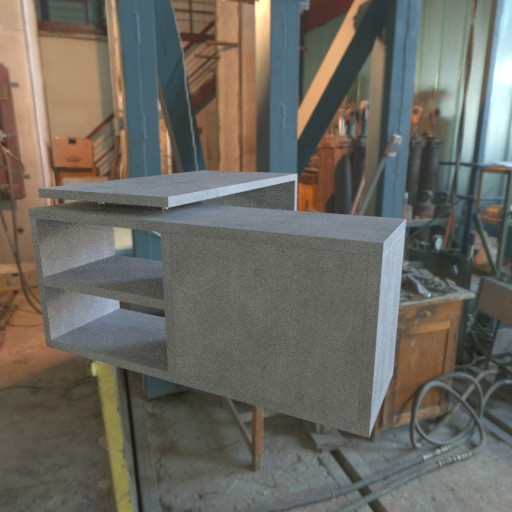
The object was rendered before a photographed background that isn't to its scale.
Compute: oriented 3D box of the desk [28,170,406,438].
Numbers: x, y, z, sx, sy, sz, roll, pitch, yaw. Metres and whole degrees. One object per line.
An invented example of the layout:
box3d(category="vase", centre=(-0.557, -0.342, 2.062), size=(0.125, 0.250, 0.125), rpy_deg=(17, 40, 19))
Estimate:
box3d(category="desk", centre=(0.000, 0.000, 2.271), size=(1.500, 0.740, 1.400), rpy_deg=(7, 16, 25))
